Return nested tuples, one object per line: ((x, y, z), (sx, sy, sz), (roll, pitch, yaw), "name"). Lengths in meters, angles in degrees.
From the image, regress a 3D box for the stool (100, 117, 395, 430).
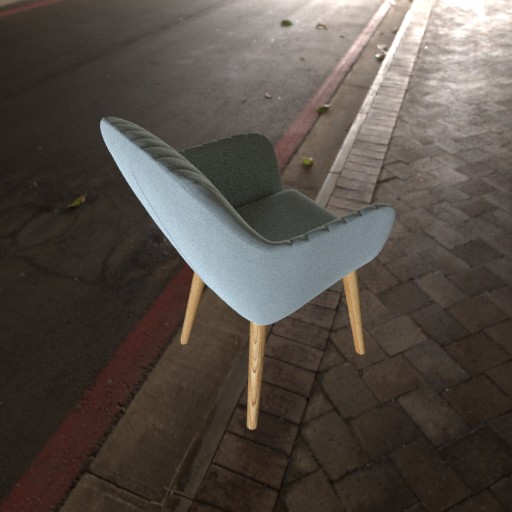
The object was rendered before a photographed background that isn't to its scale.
((0.000, 0.000, 1.196), (0.590, 0.830, 0.503), (-26, 46, -28), "stool")
